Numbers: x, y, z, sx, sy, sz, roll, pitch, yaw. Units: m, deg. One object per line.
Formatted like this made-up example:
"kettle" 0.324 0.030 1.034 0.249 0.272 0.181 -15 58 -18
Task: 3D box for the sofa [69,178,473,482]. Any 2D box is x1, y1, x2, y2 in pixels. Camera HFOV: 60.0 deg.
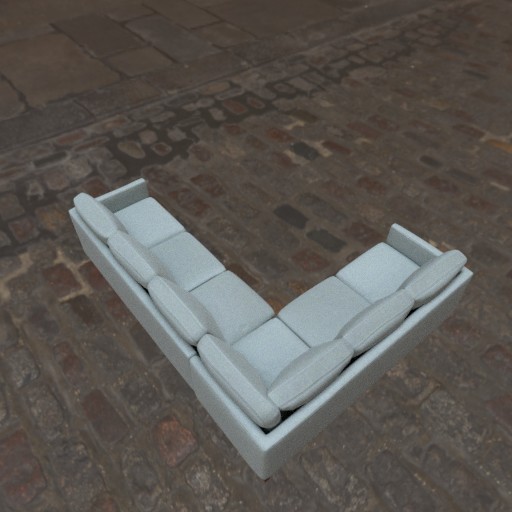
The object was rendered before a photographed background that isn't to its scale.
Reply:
"sofa" 0.000 0.000 4.575 2.592 0.947 3.301 -31 54 -26
